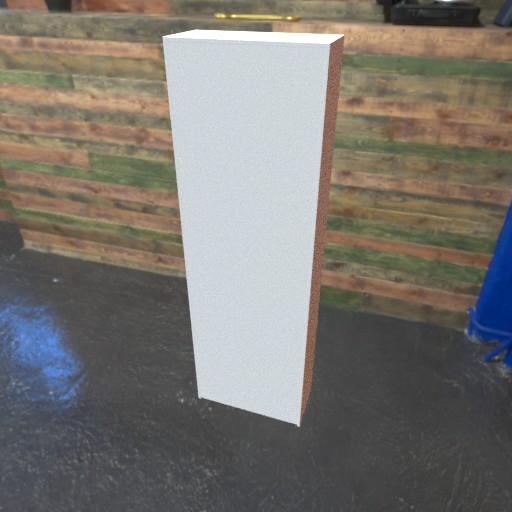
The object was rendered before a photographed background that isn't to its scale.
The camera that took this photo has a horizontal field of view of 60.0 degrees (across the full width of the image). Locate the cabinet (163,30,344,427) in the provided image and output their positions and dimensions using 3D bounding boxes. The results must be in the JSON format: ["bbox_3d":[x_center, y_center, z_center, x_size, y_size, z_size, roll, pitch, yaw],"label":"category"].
[{"bbox_3d":[0.000,0.000,1.821,0.520,1.630,0.255,10,33,16],"label":"cabinet"}]
